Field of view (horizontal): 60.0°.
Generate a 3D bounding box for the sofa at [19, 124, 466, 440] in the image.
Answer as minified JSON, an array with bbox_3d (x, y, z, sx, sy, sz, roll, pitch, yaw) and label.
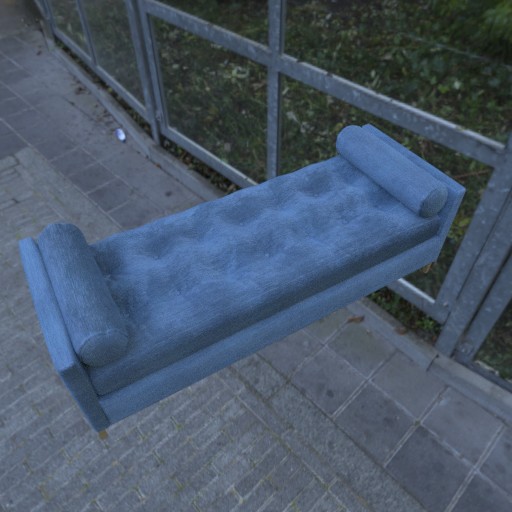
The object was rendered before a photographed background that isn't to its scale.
[{"bbox_3d":[0.000,0.000,2.364,2.102,0.705,0.796,-23,50,-21],"label":"sofa"}]
